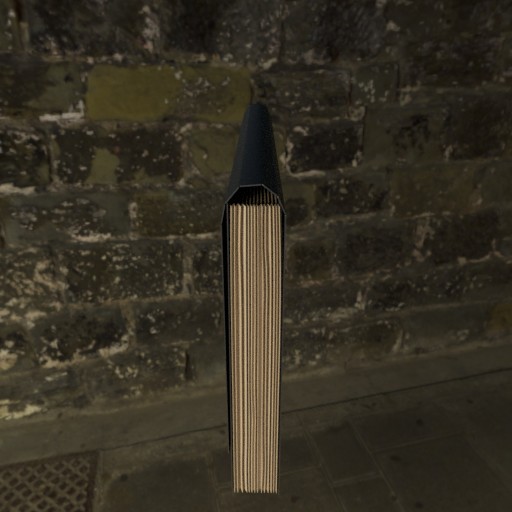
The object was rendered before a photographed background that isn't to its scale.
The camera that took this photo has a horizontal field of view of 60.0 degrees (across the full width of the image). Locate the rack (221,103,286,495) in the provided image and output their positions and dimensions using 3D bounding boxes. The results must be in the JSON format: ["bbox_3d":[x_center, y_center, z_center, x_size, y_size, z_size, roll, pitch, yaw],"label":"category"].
[{"bbox_3d":[0.000,0.000,0.428,0.041,0.241,0.330,0,26,0],"label":"rack"}]
